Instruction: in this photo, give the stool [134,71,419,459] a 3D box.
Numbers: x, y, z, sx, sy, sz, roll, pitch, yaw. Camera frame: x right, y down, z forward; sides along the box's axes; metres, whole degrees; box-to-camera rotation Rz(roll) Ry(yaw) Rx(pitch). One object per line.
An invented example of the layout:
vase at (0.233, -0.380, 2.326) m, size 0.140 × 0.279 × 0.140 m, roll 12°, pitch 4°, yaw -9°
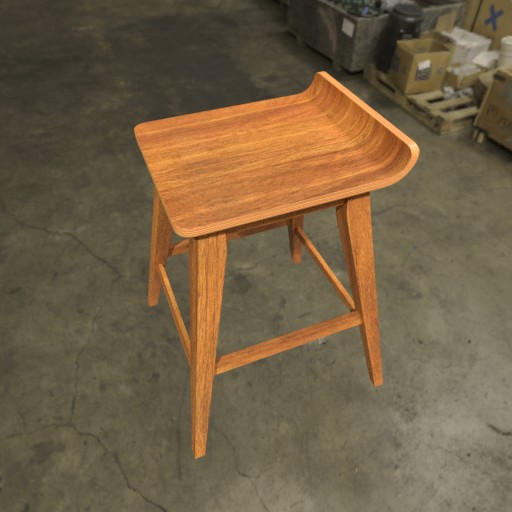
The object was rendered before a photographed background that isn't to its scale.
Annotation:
stool at (0.000, 0.000, 1.008) m, size 0.500 × 0.650 × 0.500 m, roll -16°, pitch 47°, yaw -15°
